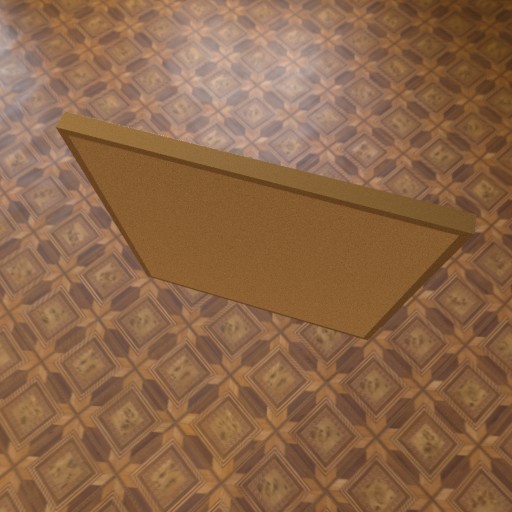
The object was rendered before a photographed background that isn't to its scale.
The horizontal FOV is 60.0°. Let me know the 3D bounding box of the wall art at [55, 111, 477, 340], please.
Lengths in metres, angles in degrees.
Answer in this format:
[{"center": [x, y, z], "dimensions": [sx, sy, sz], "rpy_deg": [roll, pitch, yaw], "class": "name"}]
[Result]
[{"center": [0.000, 0.000, 1.129], "dimensions": [0.762, 0.762, 0.038], "rpy_deg": [15, 67, 7], "class": "wall art"}]
